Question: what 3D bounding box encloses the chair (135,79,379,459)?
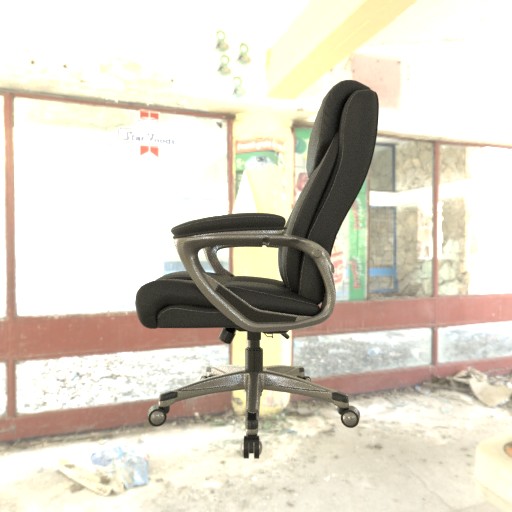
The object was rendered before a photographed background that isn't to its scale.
[{"bbox_3d":[0.000,0.000,1.625,0.784,1.167,0.741,0,1,1],"label":"chair"}]
